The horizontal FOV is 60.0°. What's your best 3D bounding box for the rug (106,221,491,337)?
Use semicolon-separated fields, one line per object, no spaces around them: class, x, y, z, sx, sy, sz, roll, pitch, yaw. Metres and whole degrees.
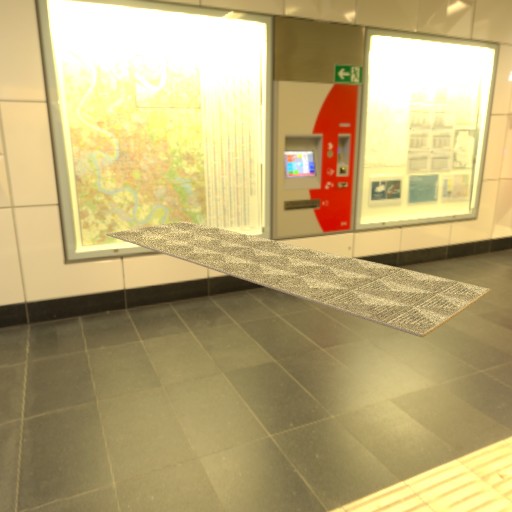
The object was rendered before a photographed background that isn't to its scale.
rug;0.000;0.000;2.385;0.645;0.015;2.182;-14;21;-43
